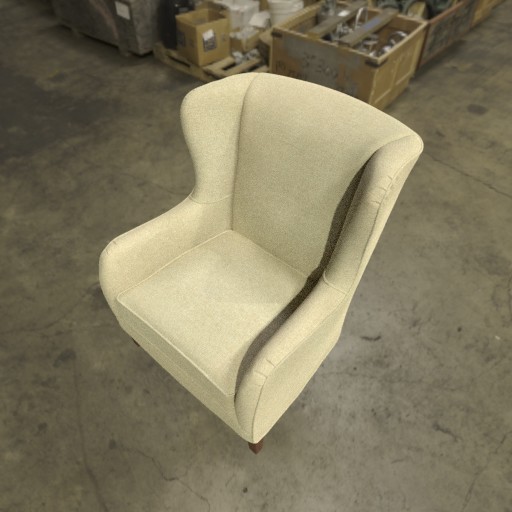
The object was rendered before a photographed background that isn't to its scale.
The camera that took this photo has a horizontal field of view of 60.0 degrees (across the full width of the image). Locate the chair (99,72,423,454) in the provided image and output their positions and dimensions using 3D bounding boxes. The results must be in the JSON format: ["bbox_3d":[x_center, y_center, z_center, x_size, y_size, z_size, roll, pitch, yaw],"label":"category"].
[{"bbox_3d":[0.000,0.000,1.739,0.838,1.040,0.966,33,55,27],"label":"chair"}]
